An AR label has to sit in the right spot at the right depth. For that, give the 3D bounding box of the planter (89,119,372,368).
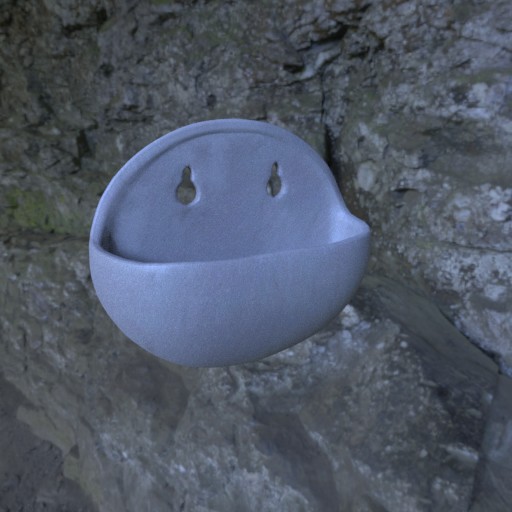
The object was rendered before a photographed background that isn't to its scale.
[{"bbox_3d":[0.000,0.000,0.276,0.190,0.164,0.073,-9,19,-27],"label":"planter"}]
